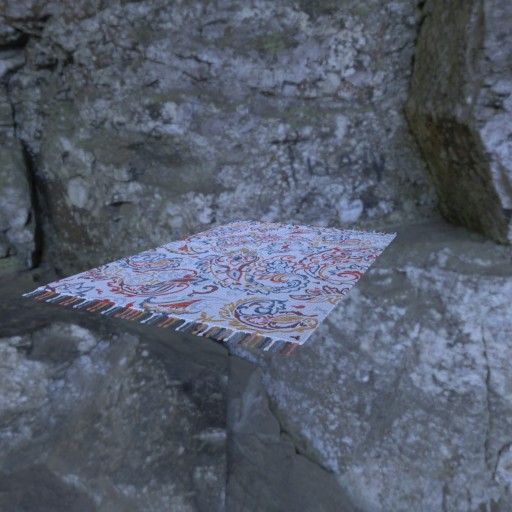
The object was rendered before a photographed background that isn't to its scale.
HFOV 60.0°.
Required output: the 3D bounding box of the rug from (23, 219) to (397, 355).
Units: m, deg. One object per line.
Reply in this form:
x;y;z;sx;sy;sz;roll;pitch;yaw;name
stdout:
0.000;0.000;2.453;1.218;0.010;1.997;7;17;25;rug
